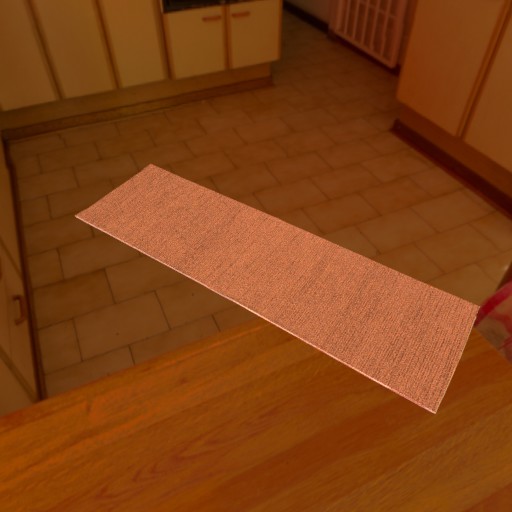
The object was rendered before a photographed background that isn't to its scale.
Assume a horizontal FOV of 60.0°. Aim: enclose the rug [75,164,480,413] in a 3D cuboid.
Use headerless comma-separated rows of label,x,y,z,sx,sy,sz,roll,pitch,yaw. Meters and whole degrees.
rug,0.000,0.000,2.530,2.320,0.032,0.692,26,50,24
